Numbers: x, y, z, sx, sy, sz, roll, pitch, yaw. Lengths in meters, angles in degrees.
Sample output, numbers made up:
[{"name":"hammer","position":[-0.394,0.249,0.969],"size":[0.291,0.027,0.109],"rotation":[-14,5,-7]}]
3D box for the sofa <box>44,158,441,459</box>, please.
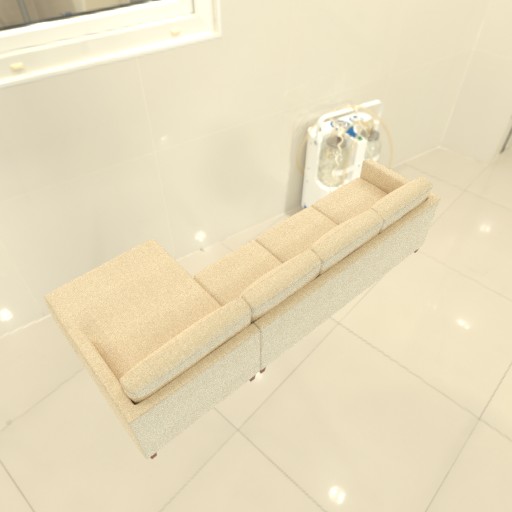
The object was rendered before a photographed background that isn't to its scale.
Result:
[{"name":"sofa","position":[0.000,0.000,4.156],"size":[3.471,0.954,1.603],"rotation":[-32,54,-27]}]
